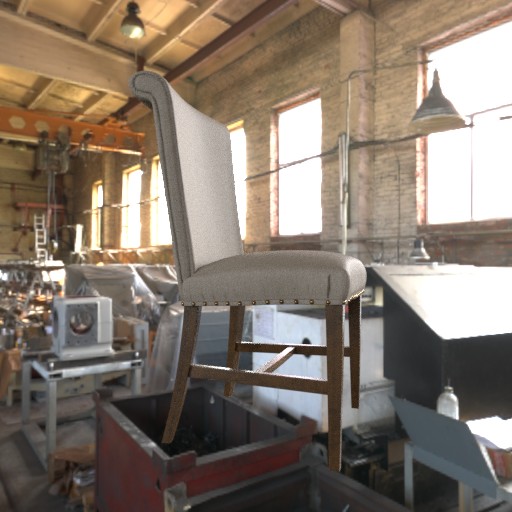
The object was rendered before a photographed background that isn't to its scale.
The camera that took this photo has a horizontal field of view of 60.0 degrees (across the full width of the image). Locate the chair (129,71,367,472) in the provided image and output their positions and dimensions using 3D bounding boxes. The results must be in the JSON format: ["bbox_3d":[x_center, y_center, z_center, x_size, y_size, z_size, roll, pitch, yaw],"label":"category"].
[{"bbox_3d":[0.000,0.000,1.328,0.608,0.988,0.513,0,-1,18],"label":"chair"}]
